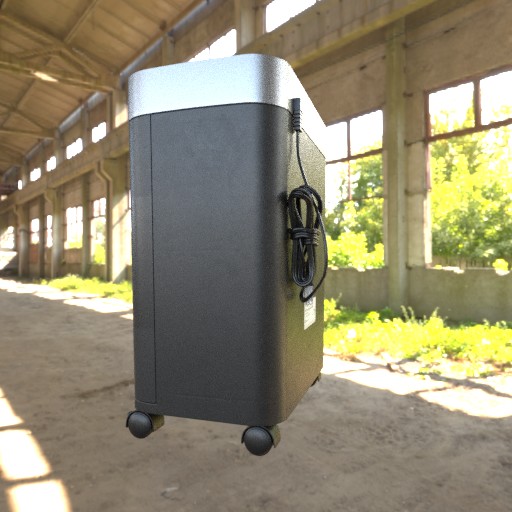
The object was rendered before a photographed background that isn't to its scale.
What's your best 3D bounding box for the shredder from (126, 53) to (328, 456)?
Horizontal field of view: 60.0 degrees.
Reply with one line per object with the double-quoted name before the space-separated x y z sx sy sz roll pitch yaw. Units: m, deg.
"shredder" 0.000 0.000 0.613 0.237 0.419 0.311 0 0 18
